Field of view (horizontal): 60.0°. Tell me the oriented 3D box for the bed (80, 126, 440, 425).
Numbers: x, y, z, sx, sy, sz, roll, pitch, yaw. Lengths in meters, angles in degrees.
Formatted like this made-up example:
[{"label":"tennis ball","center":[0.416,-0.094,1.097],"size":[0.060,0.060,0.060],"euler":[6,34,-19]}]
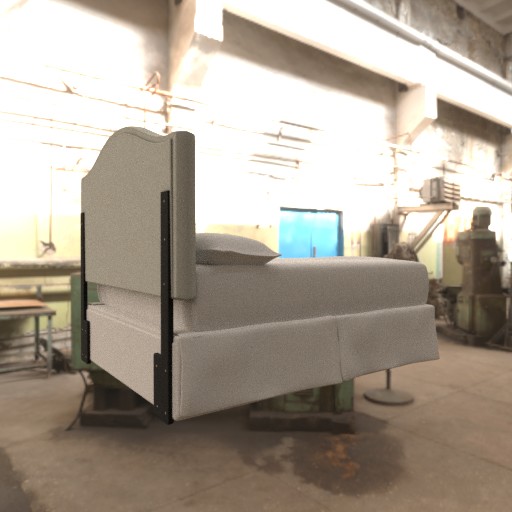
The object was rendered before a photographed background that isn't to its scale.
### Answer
[{"label":"bed","center":[0.000,0.000,3.408],"size":[2.180,1.607,1.813],"euler":[0,1,-36]}]
